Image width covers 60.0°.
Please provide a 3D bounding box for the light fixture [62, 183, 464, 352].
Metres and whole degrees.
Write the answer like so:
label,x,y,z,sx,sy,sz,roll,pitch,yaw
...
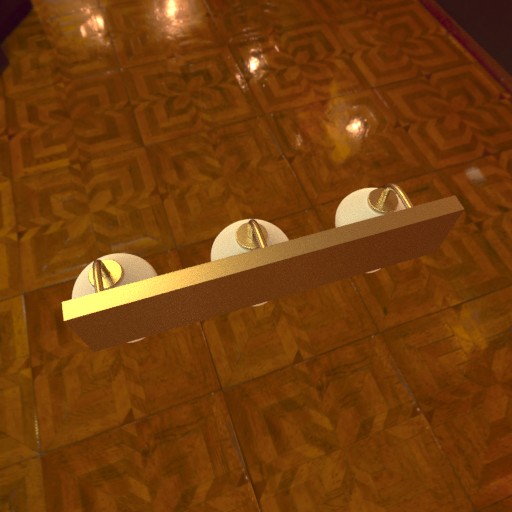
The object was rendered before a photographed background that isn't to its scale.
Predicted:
label,x,y,z,sx,sy,sz,roll,pitch,yaw
light fixture,0.000,0.000,0.726,0.609,0.280,0.190,-15,60,-9
